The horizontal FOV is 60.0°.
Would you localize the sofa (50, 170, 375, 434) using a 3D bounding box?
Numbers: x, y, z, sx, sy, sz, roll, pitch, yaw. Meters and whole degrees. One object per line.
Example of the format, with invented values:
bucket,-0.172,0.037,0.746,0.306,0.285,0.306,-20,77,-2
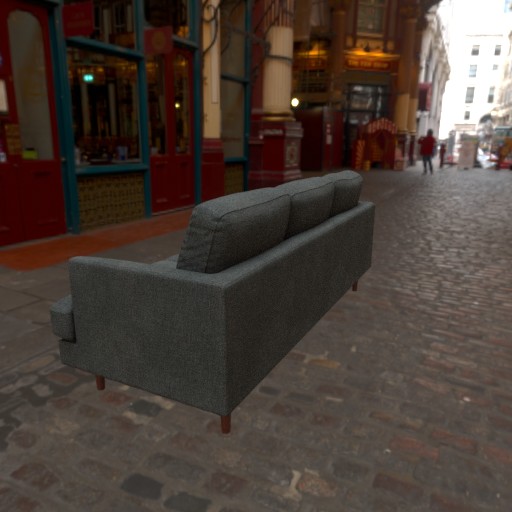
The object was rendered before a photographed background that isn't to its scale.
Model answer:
sofa,0.000,0.000,2.670,0.903,0.930,2.246,8,17,26
